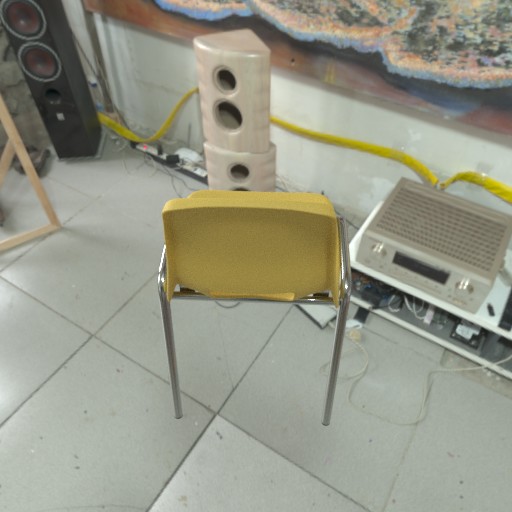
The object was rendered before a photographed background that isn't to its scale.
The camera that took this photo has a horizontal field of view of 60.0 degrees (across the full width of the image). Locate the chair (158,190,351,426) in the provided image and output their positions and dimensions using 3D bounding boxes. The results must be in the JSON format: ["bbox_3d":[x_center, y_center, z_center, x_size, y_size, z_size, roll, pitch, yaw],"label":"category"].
[{"bbox_3d":[0.000,0.000,0.911,0.381,0.653,0.436,2,48,2],"label":"chair"}]
